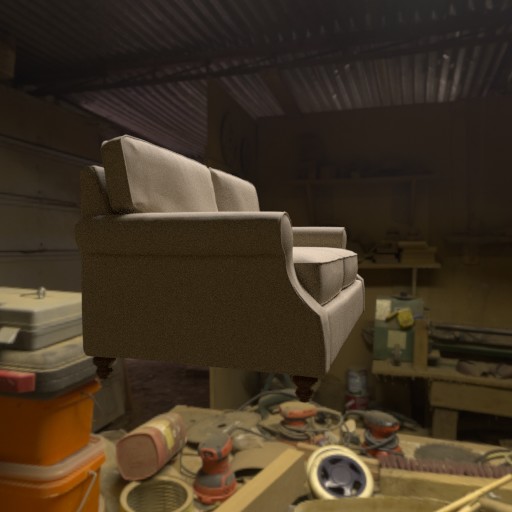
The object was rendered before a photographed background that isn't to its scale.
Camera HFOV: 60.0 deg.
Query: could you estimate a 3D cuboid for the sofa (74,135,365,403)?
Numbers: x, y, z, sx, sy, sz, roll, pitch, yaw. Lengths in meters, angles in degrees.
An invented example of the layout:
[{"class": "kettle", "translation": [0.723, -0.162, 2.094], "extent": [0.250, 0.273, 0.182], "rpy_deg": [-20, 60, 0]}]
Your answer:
[{"class": "sofa", "translation": [0.000, 0.000, 2.249], "extent": [0.964, 0.937, 1.665], "rpy_deg": [1, 2, 18]}]
